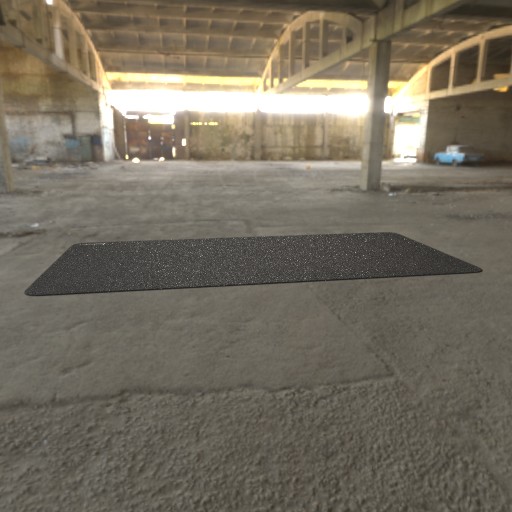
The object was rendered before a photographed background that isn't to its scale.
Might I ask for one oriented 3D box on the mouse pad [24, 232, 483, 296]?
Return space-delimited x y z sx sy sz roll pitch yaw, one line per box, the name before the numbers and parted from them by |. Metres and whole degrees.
mouse pad | 0.000 0.000 1.045 0.907 0.003 0.424 -2 15 -9
